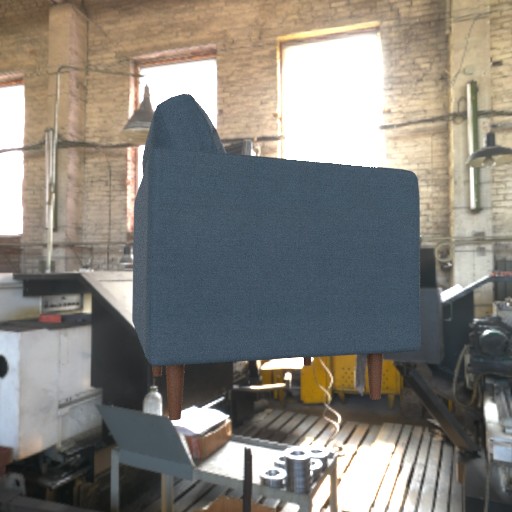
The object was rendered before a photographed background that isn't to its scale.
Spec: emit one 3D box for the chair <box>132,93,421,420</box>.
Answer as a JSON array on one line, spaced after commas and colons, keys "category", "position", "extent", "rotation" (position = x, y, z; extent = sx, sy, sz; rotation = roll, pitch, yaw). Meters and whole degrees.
[{"category": "chair", "position": [0.000, 0.000, 1.586], "extent": [0.820, 0.922, 0.855], "rotation": [1, -2, -18]}]
